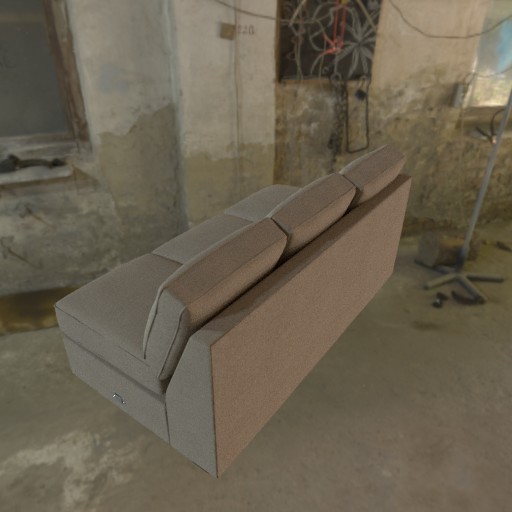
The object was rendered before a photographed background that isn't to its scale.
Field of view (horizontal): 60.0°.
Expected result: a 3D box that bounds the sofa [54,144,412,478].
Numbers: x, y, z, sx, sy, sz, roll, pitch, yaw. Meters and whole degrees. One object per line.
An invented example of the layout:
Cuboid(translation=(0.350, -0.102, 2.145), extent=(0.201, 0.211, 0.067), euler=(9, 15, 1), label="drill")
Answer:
Cuboid(translation=(0.000, 0.000, 2.708), extent=(1.127, 1.036, 2.092), euler=(21, 36, 30), label="sofa")
